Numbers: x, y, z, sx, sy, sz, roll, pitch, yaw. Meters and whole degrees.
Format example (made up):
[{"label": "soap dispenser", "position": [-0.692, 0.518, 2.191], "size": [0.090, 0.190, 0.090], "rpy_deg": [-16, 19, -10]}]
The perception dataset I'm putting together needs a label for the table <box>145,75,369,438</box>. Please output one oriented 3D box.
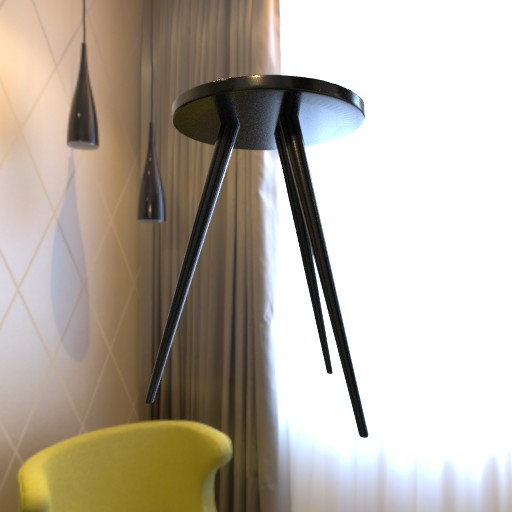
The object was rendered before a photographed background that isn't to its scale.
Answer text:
[{"label": "table", "position": [0.000, 0.000, 0.854], "size": [0.415, 0.548, 0.403], "rpy_deg": [0, -1, -1]}]
